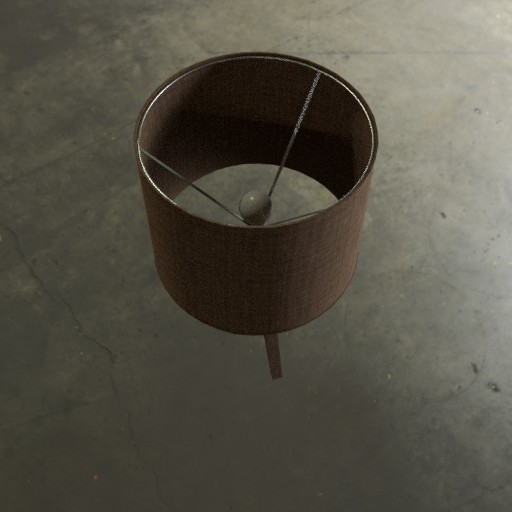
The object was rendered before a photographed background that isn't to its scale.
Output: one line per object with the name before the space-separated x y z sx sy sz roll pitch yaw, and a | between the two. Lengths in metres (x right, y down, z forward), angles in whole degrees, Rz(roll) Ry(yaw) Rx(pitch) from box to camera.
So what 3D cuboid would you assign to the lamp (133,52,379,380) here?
lamp | 0.000 0.000 0.673 0.290 0.514 0.290 0 59 0
